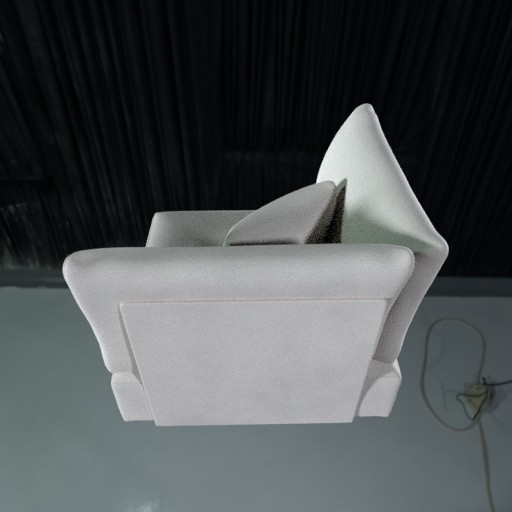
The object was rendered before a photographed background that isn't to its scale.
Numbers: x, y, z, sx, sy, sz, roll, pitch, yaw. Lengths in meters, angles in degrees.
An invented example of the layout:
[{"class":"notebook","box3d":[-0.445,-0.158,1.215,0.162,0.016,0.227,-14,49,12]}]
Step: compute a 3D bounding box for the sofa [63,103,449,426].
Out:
[{"class":"sofa","box3d":[0.000,0.000,1.708,1.000,0.820,1.000,-1,41,-1]}]
